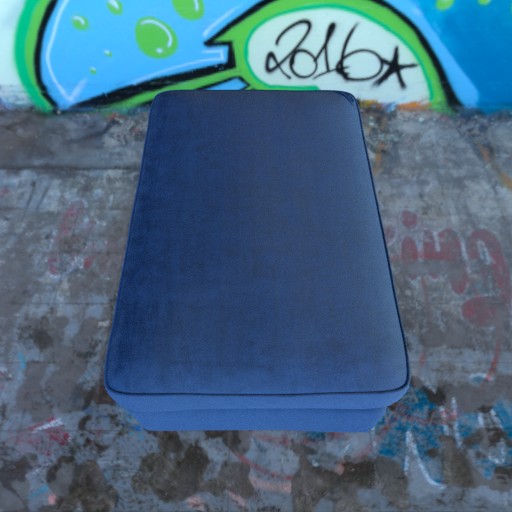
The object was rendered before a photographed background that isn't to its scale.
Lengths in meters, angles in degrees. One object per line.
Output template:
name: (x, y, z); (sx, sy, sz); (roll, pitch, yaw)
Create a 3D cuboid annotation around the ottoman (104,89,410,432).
ottoman: (0.000, 0.000, 1.194); (0.583, 0.484, 0.862); (0, 58, 0)
